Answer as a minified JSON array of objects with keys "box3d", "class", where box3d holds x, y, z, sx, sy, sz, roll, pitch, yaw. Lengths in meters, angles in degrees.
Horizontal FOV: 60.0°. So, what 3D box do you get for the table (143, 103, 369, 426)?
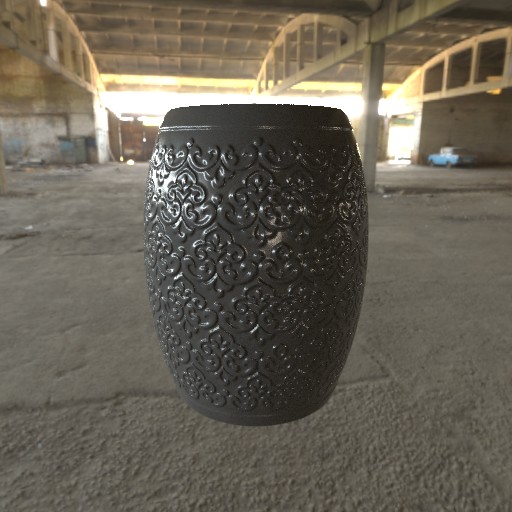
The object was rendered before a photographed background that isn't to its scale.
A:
[{"box3d":[0.000,0.000,0.632,0.309,0.397,0.309,0,14,0],"class":"table"}]
